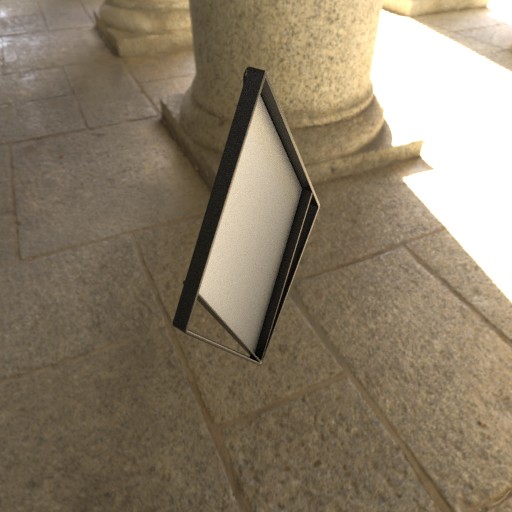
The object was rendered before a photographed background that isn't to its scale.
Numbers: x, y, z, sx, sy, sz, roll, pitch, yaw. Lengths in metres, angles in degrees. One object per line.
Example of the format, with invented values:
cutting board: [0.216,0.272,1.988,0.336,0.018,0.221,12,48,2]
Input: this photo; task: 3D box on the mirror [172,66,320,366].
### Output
mirror: [0.000,0.000,0.823,0.032,0.679,0.419,26,48,26]
